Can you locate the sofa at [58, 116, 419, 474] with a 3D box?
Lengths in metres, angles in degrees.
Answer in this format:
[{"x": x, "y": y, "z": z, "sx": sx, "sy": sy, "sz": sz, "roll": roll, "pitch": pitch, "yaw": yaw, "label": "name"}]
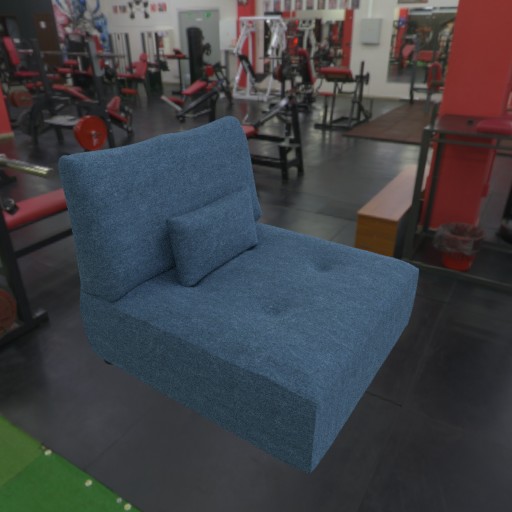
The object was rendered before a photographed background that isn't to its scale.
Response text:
[{"x": 0.000, "y": 0.000, "z": 1.675, "sx": 1.000, "sy": 0.820, "sz": 0.930, "roll": 17, "pitch": 32, "yaw": 30, "label": "sofa"}]
